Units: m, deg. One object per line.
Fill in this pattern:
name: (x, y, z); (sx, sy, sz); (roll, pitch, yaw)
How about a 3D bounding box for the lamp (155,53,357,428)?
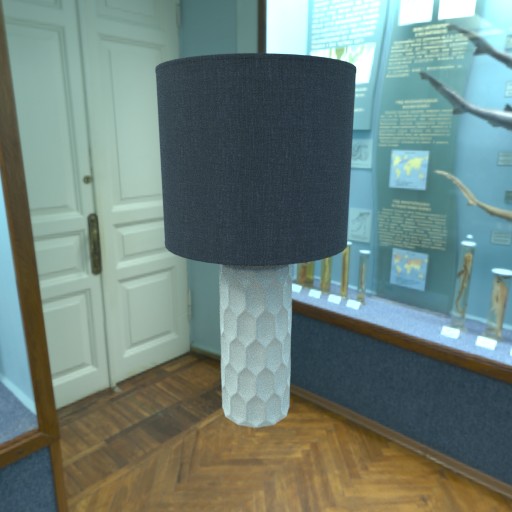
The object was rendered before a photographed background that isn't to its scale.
lamp: (0.000, 0.000, 0.691); (0.277, 0.537, 0.277); (14, 20, 43)
